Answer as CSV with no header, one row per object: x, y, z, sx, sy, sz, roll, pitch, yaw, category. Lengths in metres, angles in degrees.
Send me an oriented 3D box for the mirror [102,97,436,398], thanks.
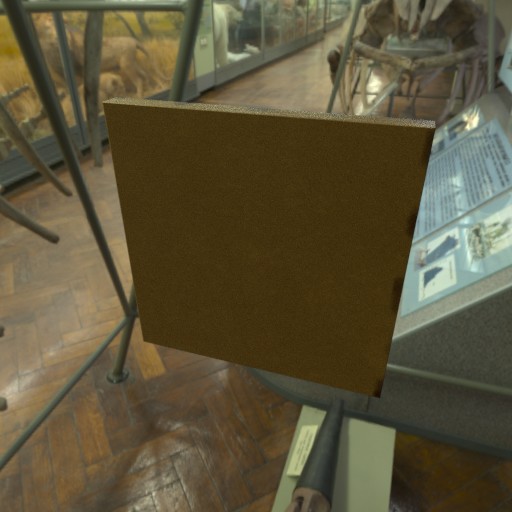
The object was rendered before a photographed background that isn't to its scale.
0.000,0.000,0.793,0.509,0.507,0.042,10,32,16,mirror
